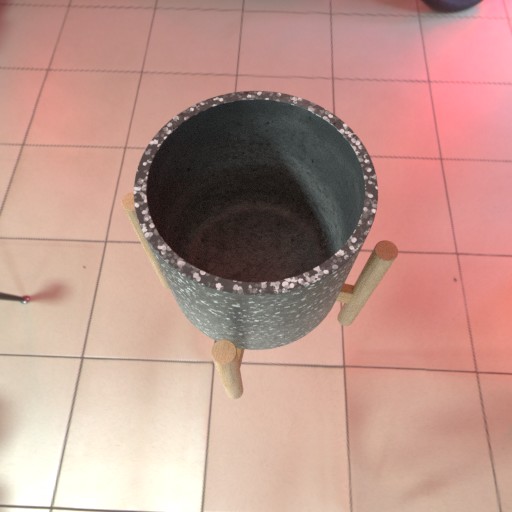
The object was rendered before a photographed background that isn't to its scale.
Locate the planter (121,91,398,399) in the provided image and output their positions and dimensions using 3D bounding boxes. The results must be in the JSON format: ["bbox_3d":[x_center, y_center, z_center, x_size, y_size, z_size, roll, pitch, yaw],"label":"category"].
[{"bbox_3d":[0.000,0.000,0.549,0.284,0.320,0.284,32,69,14],"label":"planter"}]
